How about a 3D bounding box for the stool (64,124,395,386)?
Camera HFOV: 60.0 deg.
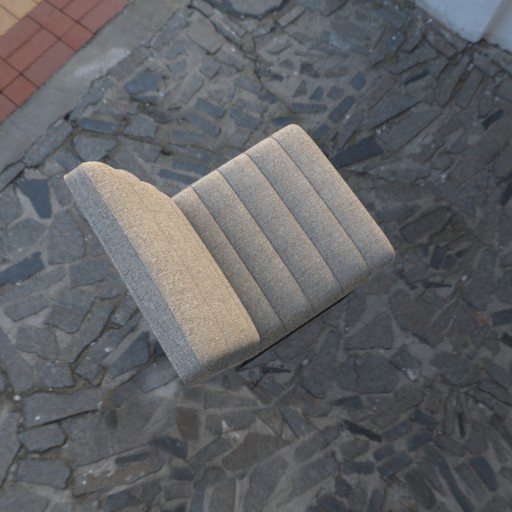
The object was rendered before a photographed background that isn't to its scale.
[{"bbox_3d":[0.000,0.000,1.236,0.560,0.940,0.460,-32,77,-8],"label":"stool"}]
